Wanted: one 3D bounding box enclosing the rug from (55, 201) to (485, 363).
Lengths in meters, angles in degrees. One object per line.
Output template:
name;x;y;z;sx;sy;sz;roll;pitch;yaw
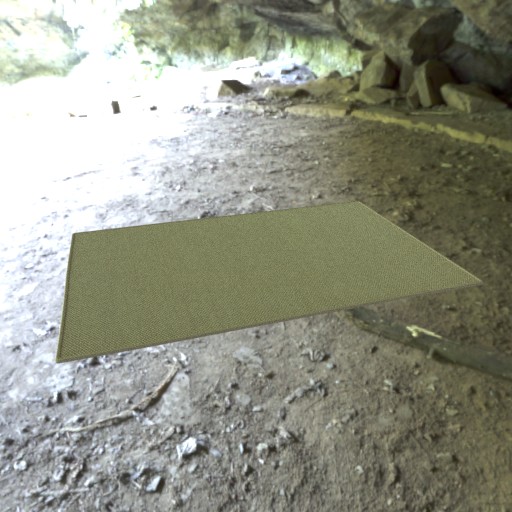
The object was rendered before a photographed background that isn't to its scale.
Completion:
rug;0.000;0.000;2.078;1.676;0.013;1.067;-8;28;-16
